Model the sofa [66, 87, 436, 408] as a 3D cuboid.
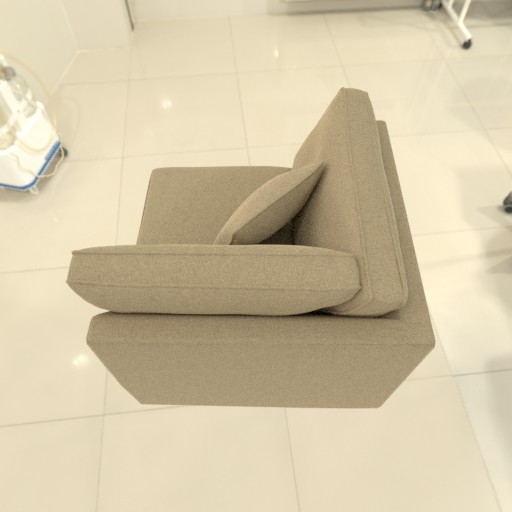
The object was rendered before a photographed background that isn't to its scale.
[{"bbox_3d":[0.000,0.000,1.937,1.146,1.002,1.084,1,57,0],"label":"sofa"}]
